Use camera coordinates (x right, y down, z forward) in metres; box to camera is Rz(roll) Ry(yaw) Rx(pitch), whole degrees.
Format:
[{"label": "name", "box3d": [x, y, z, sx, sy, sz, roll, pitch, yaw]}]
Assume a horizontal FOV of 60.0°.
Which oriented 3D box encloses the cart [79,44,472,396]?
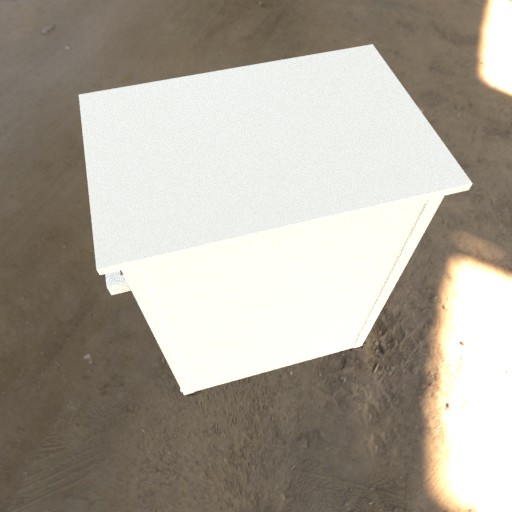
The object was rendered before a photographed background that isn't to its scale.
[{"label": "cart", "box3d": [0.000, 0.000, 1.224, 0.683, 0.864, 0.442, -13, 59, -8]}]
